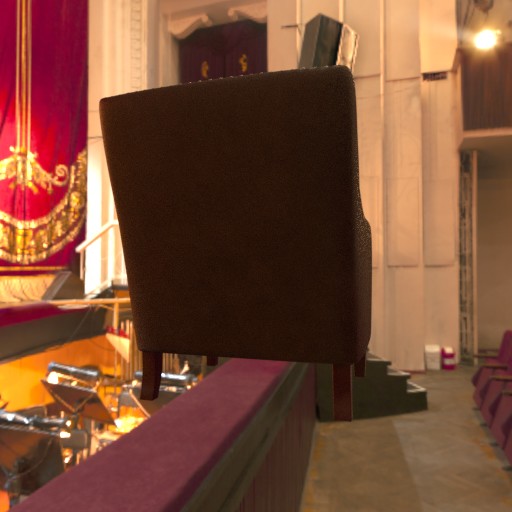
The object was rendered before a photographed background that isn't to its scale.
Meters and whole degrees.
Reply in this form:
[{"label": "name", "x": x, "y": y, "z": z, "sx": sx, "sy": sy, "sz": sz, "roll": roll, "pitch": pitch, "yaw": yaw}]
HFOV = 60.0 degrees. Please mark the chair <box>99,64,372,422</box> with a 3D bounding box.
[{"label": "chair", "x": 0.000, "y": 0.000, "z": 1.321, "sx": 0.639, "sy": 0.813, "sz": 0.704, "roll": 0, "pitch": -2, "yaw": 18}]
